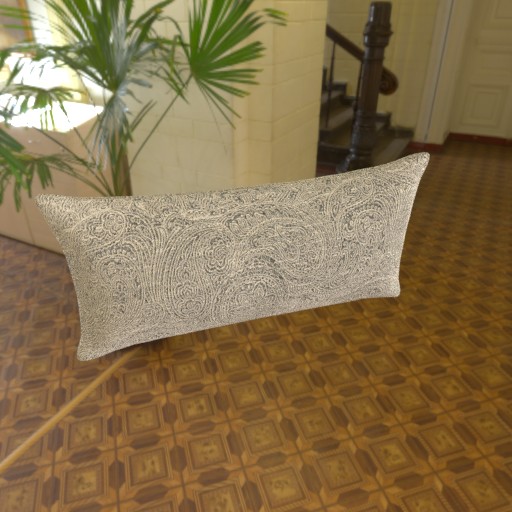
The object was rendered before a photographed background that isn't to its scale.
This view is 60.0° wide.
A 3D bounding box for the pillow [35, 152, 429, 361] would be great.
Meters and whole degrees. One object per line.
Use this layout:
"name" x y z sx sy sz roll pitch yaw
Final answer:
"pillow" 0.000 0.000 0.738 0.615 0.295 0.151 -9 31 -15
